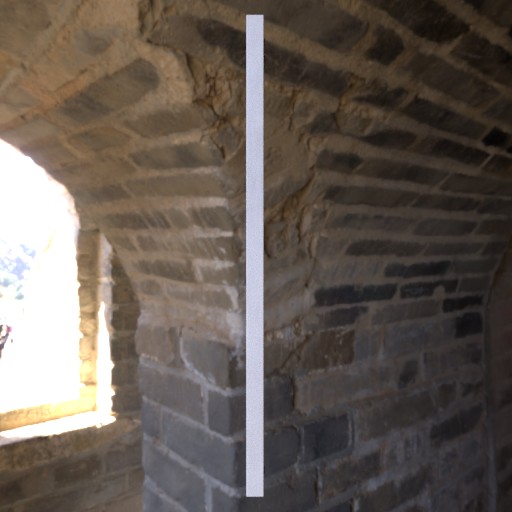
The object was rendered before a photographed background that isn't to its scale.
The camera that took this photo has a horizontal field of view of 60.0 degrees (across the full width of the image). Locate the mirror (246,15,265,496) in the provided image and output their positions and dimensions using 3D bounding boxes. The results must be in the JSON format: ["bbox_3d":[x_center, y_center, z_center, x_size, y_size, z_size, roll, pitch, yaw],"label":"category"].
[{"bbox_3d":[0.000,0.000,1.315,0.041,1.016,0.762,0,0,0],"label":"mirror"}]
